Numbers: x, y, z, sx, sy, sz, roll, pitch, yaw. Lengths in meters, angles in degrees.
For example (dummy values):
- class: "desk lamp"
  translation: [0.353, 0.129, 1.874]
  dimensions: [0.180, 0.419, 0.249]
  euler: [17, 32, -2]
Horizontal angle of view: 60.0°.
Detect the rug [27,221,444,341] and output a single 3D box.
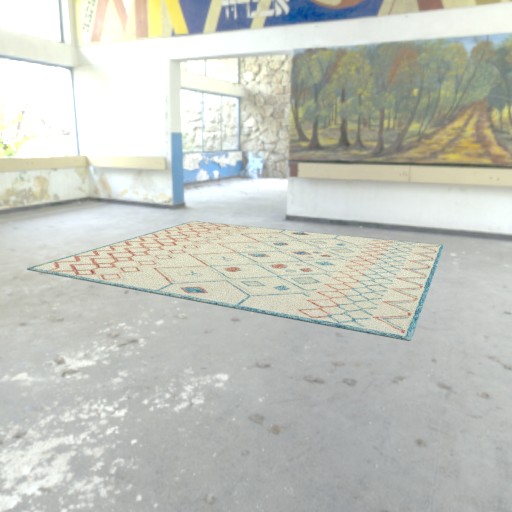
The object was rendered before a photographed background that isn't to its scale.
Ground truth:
- class: "rug"
  translation: [0.000, 0.000, 4.085]
  dimensions: [3.050, 0.016, 2.441]
  euler: [7, 16, 25]
